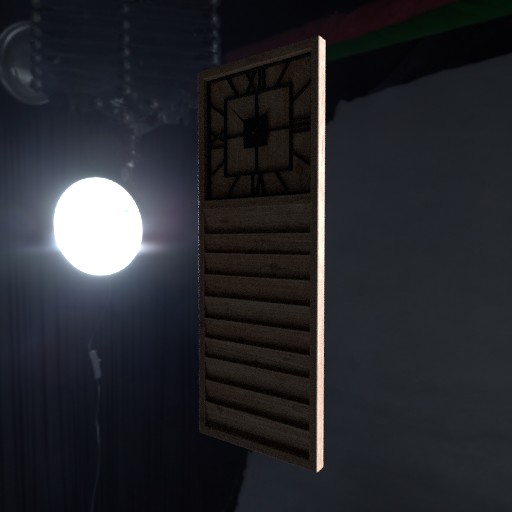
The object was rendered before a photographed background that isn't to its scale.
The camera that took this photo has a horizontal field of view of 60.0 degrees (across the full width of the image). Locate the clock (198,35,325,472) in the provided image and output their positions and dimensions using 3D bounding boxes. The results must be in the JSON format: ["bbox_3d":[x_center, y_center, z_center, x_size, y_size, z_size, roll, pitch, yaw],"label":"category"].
[{"bbox_3d":[0.000,0.000,1.095,0.361,0.965,0.030,1,2,36],"label":"clock"}]
